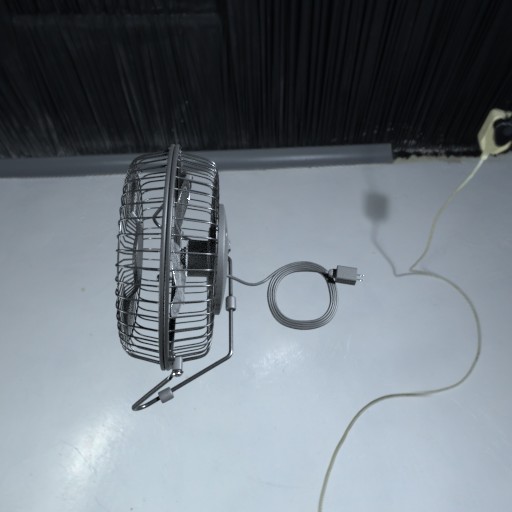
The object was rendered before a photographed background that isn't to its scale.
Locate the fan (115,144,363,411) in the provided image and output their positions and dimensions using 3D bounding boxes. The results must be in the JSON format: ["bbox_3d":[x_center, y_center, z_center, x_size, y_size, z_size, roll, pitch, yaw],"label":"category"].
[{"bbox_3d":[0.000,0.000,0.374,0.227,0.188,0.209,-2,58,-1],"label":"fan"}]
